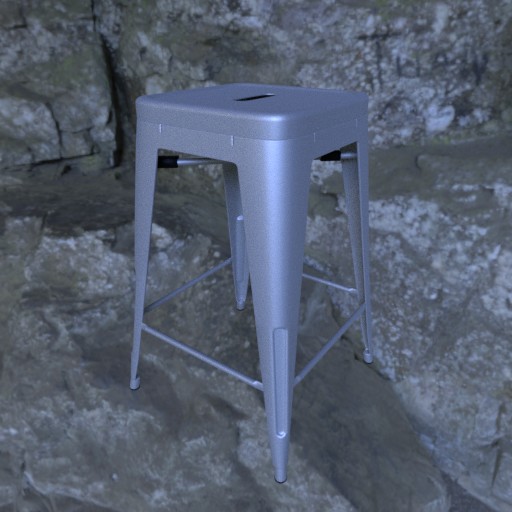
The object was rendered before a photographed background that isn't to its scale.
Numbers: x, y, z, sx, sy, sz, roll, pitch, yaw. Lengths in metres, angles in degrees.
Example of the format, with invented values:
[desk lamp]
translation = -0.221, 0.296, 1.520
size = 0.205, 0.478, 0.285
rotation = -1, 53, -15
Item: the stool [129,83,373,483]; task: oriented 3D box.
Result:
[stool]
translation = 0.000, 0.000, 0.883
size = 0.406, 0.610, 0.406
rotation = 18, 32, 31
